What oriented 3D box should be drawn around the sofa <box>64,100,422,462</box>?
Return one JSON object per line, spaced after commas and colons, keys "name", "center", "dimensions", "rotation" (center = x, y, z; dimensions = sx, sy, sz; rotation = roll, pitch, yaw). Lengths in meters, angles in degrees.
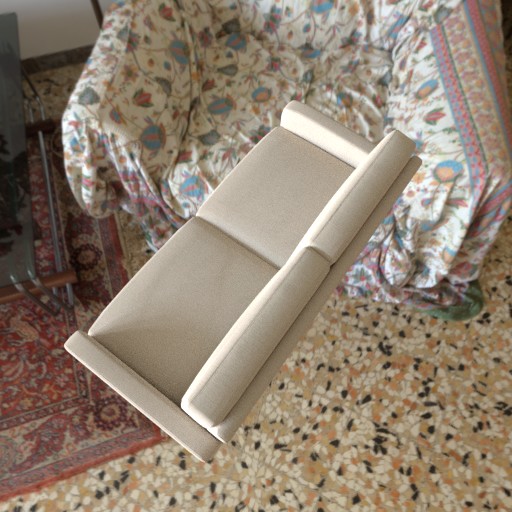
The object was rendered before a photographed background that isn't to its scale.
{"name": "sofa", "center": [0.000, 0.000, 2.267], "dimensions": [0.894, 0.831, 1.808], "rotation": [33, 68, 15]}
